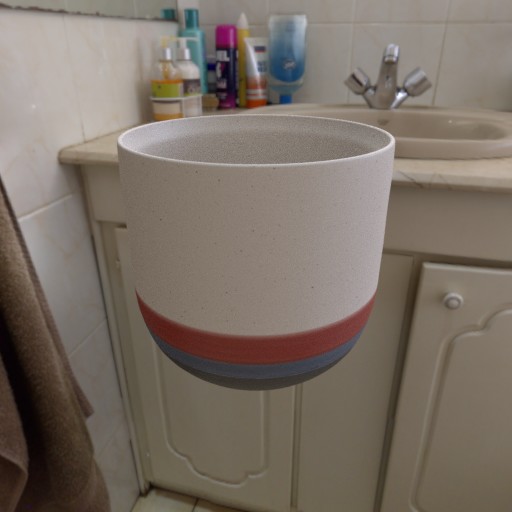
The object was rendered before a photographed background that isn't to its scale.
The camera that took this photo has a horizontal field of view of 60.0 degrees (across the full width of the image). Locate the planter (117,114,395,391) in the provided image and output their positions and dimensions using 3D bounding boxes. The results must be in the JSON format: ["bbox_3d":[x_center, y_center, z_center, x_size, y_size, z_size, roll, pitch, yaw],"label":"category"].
[{"bbox_3d":[0.000,0.000,0.496,0.268,0.270,0.268,0,25,0],"label":"planter"}]
